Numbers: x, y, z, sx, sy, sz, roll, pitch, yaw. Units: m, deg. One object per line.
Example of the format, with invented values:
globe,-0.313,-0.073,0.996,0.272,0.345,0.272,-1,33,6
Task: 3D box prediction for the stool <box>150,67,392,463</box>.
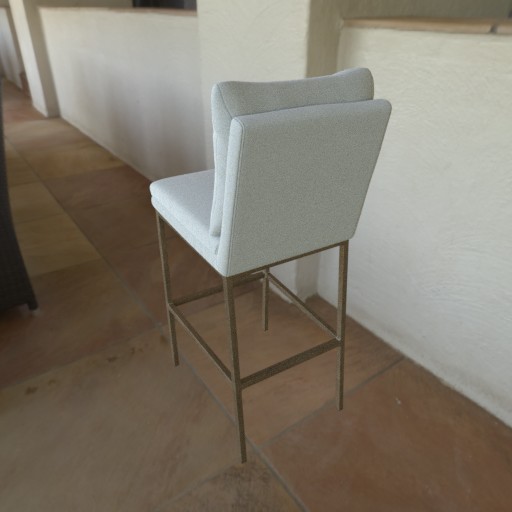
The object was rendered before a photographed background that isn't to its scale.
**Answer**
stool,0.000,0.000,1.414,0.463,1.125,0.572,-17,34,-27
